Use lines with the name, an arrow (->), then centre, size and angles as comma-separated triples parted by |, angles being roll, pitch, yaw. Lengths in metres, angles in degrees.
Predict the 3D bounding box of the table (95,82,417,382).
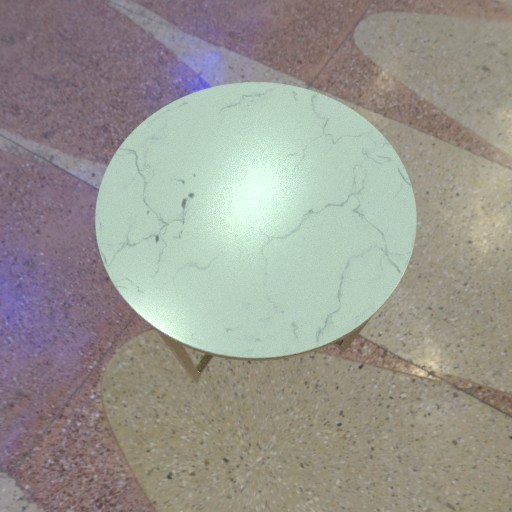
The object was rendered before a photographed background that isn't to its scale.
table -> 0.000, 0.000, 0.886 | 0.500, 0.420, 0.500 | 0, 65, 0
